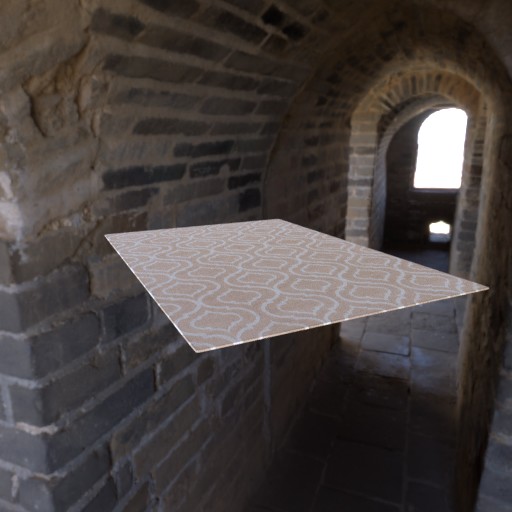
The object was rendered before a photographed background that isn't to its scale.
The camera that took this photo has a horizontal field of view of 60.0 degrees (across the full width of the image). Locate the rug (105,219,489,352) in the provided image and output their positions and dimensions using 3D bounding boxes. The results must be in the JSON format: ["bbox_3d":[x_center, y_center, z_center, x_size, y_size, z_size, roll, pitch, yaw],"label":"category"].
[{"bbox_3d":[0.000,0.000,2.787,1.524,0.010,2.134,-7,17,-25],"label":"rug"}]
